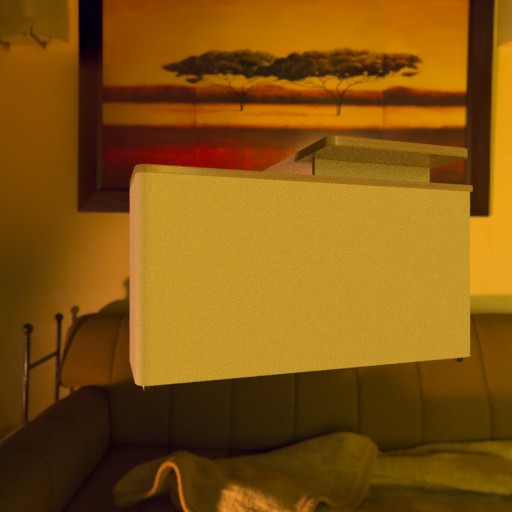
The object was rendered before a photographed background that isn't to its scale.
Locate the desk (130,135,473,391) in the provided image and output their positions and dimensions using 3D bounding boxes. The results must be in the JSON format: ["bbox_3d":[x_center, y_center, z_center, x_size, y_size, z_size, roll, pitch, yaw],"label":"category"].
[{"bbox_3d":[0.000,0.000,2.071,1.175,0.770,1.400,0,0,-19],"label":"desk"}]
